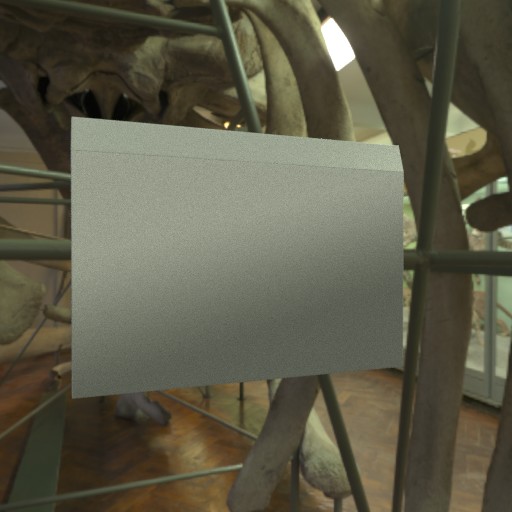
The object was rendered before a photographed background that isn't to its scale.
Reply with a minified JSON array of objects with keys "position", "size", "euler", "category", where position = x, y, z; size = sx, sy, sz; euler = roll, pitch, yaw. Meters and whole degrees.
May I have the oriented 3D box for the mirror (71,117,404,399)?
[{"position":[0.000,0.000,1.130],"size":[0.870,0.630,0.030],"euler":[0,1,-18],"category":"mirror"}]
